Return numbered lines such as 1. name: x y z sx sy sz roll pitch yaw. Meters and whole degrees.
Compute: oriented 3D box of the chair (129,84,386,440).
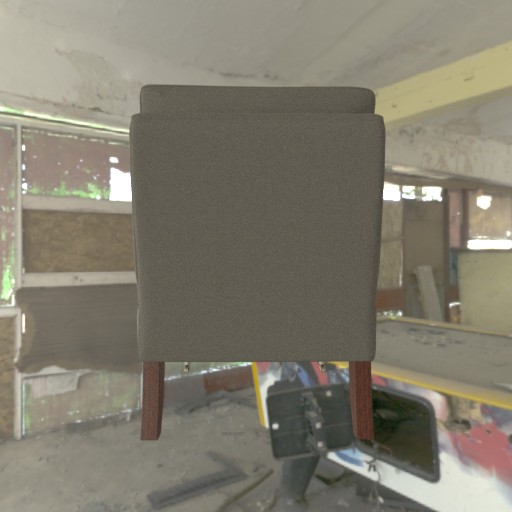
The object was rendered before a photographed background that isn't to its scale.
1. chair: 0.000 0.000 1.634 0.724 1.045 0.924 0 0 -1
